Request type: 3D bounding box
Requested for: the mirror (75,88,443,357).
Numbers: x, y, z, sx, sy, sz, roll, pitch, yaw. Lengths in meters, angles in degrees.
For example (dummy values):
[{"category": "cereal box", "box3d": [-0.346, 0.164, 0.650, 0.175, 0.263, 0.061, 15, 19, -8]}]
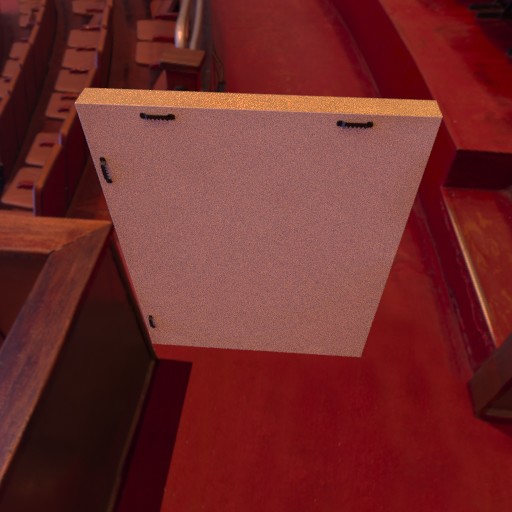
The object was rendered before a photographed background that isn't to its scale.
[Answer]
[{"category": "mirror", "box3d": [0.000, 0.000, 0.684, 0.406, 0.509, 0.041, 3, 48, 3]}]
